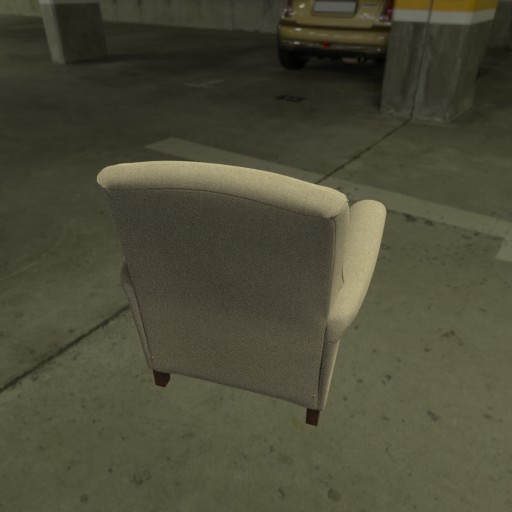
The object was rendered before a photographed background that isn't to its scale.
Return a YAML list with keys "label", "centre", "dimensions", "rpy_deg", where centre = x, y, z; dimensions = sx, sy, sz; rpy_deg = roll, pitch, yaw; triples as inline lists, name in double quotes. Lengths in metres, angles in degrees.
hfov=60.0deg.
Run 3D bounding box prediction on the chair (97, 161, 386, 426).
- label: "chair"
  centre: [0.000, 0.000, 1.828]
  dimensions: [0.978, 1.061, 0.905]
  rpy_deg: [9, 33, 15]
